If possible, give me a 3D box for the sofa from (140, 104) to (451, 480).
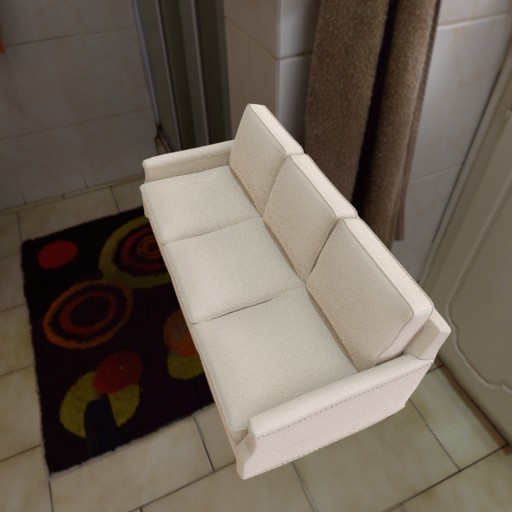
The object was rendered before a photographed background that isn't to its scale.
[{"bbox_3d":[0.000,0.000,2.828,1.084,1.003,2.246,-17,49,-15],"label":"sofa"}]
